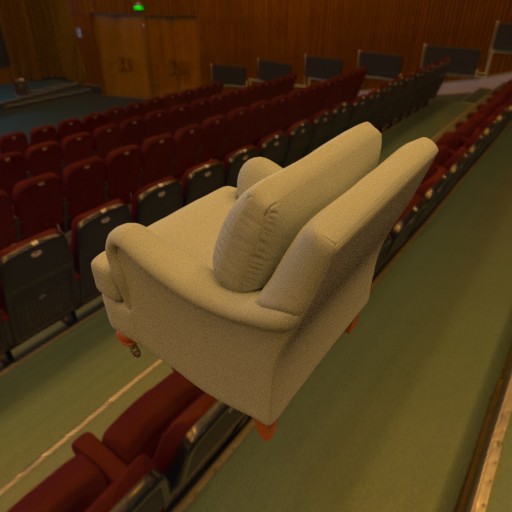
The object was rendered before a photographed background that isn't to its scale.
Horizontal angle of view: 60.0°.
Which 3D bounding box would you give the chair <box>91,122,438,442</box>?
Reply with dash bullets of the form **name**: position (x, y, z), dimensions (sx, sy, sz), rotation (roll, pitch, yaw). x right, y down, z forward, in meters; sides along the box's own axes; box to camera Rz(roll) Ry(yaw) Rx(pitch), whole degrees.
- **chair**: position (0.000, 0.000, 1.854), dimensions (1.070, 1.038, 0.955), rotation (21, 38, 29)
